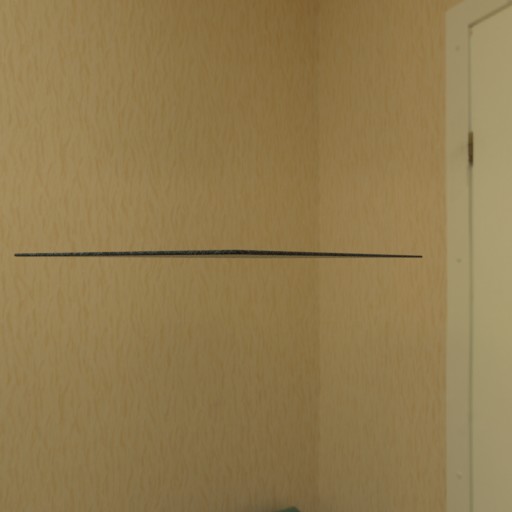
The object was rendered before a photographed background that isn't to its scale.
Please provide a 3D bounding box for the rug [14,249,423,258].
[{"bbox_3d":[0.000,0.000,2.858,1.478,0.017,2.330,0,-1,35],"label":"rug"}]
